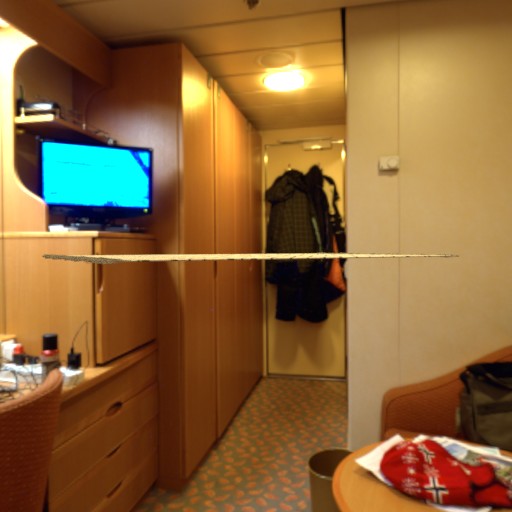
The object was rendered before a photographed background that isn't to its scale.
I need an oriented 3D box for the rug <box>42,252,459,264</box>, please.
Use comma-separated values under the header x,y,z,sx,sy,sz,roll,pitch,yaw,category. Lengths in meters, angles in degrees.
x,y,z,sx,sy,sz,roll,pitch,yaw,category
0.000,0.000,3.031,2.472,0.035,1.495,-1,1,-34,rug
